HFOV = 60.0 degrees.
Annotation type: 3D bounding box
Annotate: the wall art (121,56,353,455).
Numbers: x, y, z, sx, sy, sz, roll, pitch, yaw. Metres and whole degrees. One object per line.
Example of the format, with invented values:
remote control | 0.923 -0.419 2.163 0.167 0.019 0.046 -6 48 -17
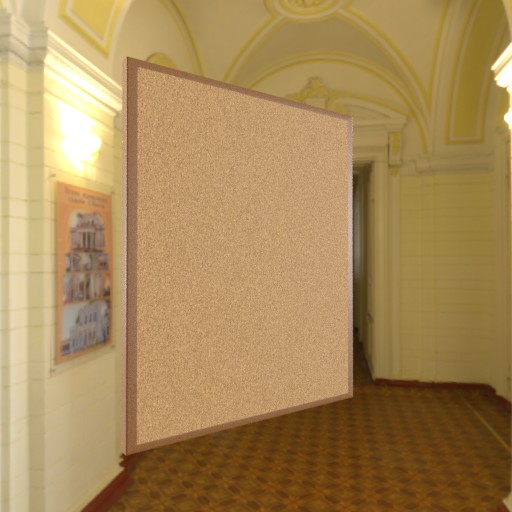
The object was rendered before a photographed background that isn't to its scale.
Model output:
wall art | 0.000 0.000 0.514 0.310 0.379 0.015 0 -1 -35
